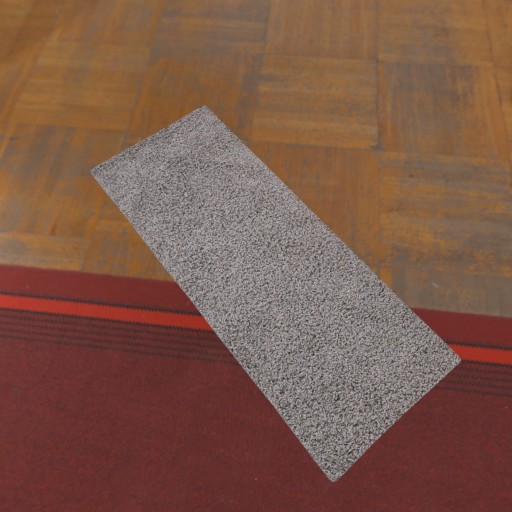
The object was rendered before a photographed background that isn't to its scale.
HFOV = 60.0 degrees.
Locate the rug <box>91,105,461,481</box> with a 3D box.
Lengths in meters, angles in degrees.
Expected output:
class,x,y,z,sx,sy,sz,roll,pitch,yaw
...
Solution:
class,x,y,z,sx,sy,sz,roll,pitch,yaw
rug,0.000,0.000,1.718,0.609,0.030,1.524,-35,69,-16
